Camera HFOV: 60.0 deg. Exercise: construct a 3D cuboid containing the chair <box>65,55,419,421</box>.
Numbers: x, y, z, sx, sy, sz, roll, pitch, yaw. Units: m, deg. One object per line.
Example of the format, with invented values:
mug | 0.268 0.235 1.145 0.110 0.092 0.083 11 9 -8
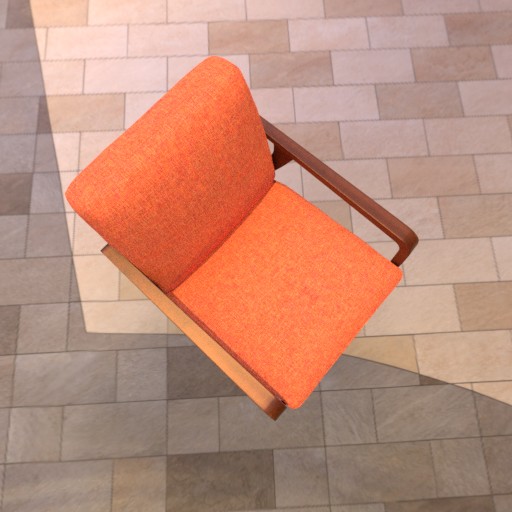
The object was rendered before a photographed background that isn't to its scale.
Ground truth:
chair | 0.000 0.000 1.515 0.860 0.890 0.719 40 78 10
